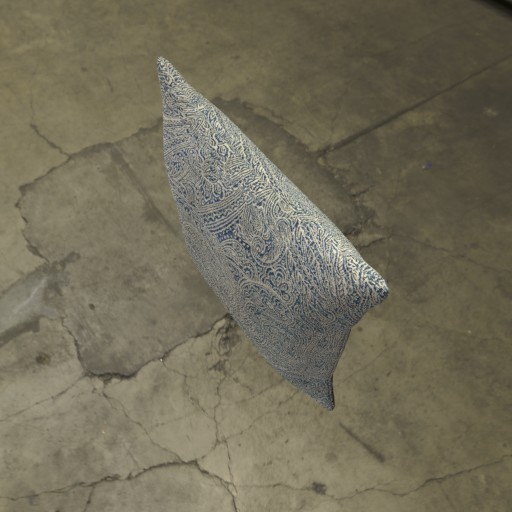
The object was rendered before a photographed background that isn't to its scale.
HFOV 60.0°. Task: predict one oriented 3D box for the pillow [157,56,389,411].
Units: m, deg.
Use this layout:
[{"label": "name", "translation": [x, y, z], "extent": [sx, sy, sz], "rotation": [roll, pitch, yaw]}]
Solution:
[{"label": "pillow", "translation": [0.000, 0.000, 0.799], "extent": [0.166, 0.510, 0.523], "rotation": [-30, 62, -18]}]
